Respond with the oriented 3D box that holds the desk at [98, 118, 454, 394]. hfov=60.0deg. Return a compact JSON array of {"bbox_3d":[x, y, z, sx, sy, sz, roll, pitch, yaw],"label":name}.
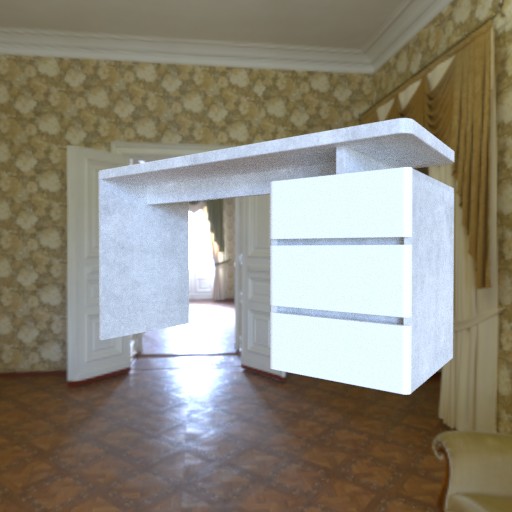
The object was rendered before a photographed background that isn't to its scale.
[{"bbox_3d":[0.000,0.000,1.802,1.400,0.755,0.550,1,1,36],"label":"desk"}]
